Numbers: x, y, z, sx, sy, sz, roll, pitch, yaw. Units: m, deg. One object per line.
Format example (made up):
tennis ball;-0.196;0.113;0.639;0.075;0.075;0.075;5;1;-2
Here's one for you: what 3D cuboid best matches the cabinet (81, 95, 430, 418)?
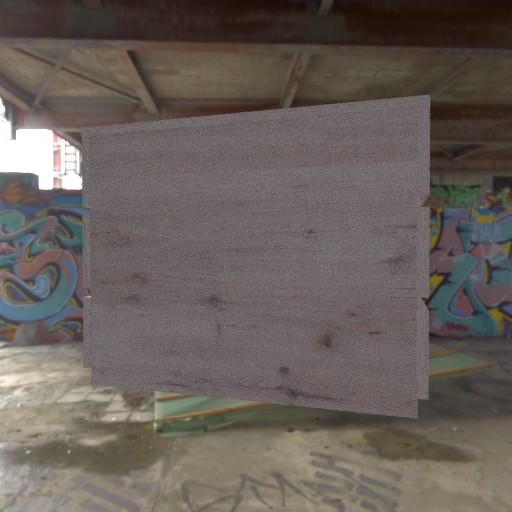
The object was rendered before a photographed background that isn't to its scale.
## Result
cabinet;0.000;0.000;1.469;1.040;0.820;0.420;0;1;17
